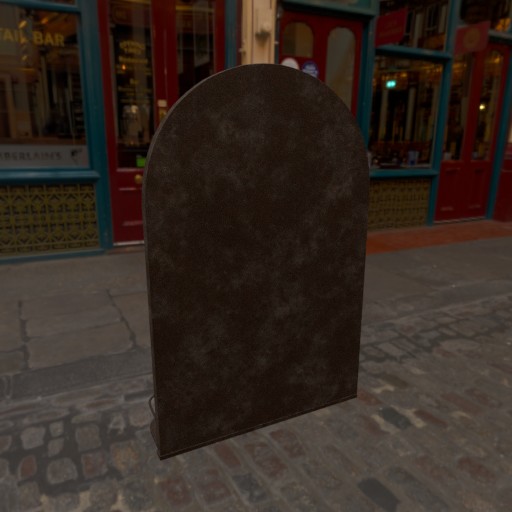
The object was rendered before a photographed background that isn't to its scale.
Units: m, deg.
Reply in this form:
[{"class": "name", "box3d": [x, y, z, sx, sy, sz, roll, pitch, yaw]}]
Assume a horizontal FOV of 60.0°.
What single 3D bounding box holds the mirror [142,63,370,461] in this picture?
[{"class": "mirror", "box3d": [0.000, 0.000, 0.978, 0.510, 0.770, 0.137, -7, 16, -26]}]
